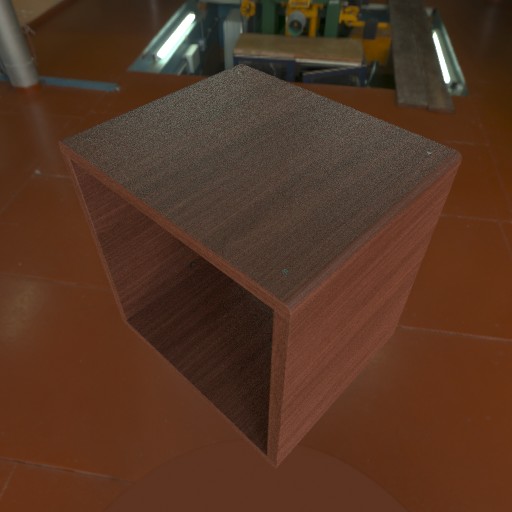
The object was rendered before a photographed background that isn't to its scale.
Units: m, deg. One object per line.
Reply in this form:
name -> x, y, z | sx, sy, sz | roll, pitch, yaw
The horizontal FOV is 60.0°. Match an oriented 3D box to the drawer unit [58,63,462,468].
drawer unit -> 0.000, 0.000, 0.618 | 0.349, 0.351, 0.290 | 34, 55, 29
